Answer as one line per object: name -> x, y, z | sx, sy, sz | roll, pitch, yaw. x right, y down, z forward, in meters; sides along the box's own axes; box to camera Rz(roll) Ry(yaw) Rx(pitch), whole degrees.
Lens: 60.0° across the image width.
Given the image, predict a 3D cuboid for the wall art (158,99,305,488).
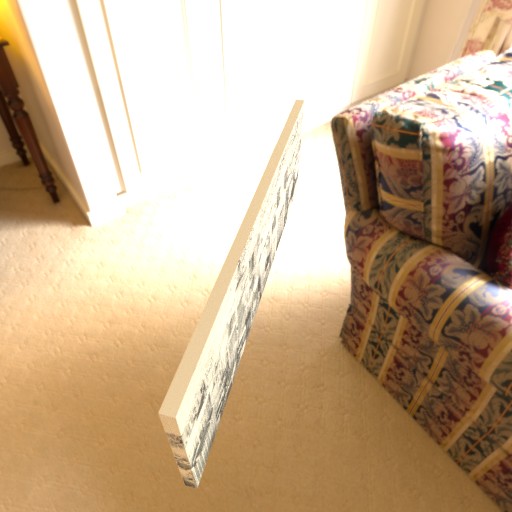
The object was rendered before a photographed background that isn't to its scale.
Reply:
wall art -> 0.000, 0.000, 1.678 | 0.044, 0.507, 1.520 | 11, 47, 10
